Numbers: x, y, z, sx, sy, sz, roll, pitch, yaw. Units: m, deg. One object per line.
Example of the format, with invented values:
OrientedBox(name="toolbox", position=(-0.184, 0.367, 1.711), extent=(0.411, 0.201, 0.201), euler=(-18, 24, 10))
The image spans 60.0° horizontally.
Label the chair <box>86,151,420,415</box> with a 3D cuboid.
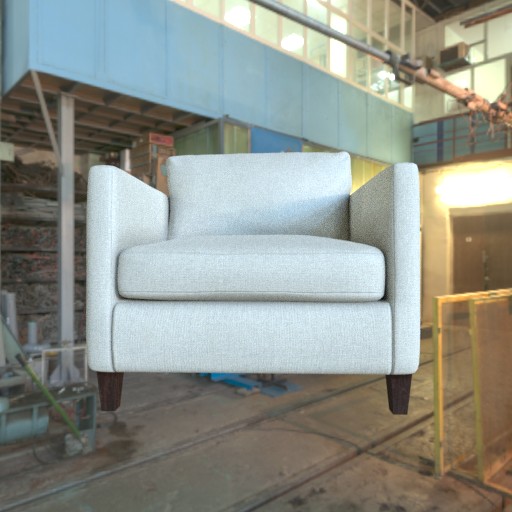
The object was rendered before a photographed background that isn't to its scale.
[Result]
OrientedBox(name="chair", position=(0.000, 0.000, 1.720), extent=(0.996, 0.919, 0.959), euler=(0, 0, 2))
